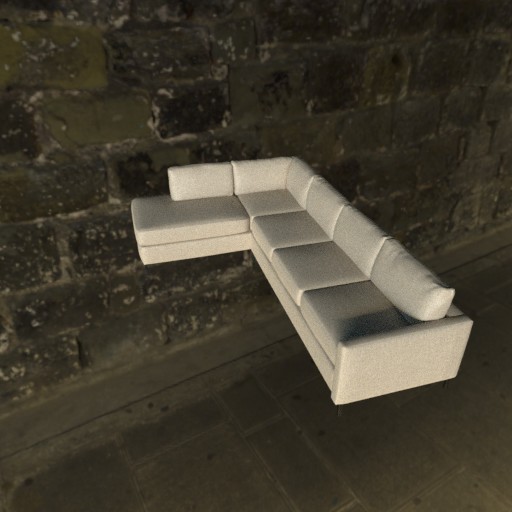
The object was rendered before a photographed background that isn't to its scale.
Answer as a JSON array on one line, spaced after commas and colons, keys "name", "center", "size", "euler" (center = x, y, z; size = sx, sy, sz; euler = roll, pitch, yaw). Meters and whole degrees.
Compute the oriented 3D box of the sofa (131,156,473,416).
[{"name": "sofa", "center": [0.000, 0.000, 3.135], "size": [1.617, 0.703, 2.423], "euler": [-8, 31, -14]}]
